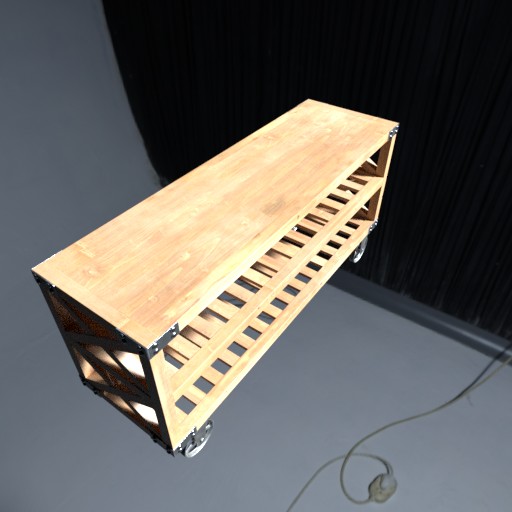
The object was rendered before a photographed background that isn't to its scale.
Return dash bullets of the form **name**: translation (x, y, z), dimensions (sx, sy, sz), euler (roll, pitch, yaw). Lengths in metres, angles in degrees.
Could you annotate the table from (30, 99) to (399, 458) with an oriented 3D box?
- **table**: translation (0.000, 0.000, 1.793), dimensions (0.467, 0.711, 1.487), euler (26, 47, 26)
